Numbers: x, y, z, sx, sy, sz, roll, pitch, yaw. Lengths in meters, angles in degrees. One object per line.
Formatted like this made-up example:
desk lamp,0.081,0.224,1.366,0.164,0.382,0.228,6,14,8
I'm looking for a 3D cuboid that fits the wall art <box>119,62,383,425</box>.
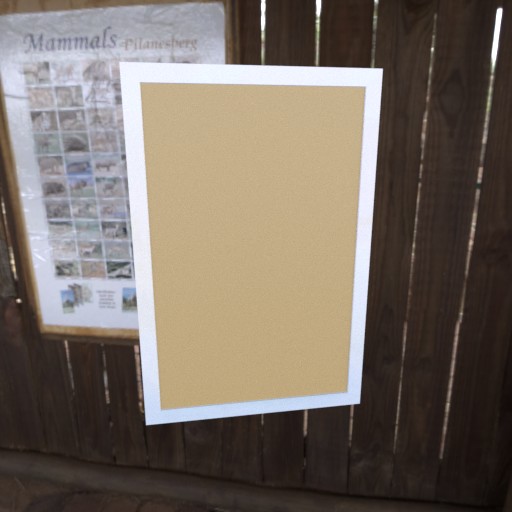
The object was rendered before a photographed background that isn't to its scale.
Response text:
wall art,0.000,0.000,1.153,0.612,0.915,0.039,-2,15,-9
